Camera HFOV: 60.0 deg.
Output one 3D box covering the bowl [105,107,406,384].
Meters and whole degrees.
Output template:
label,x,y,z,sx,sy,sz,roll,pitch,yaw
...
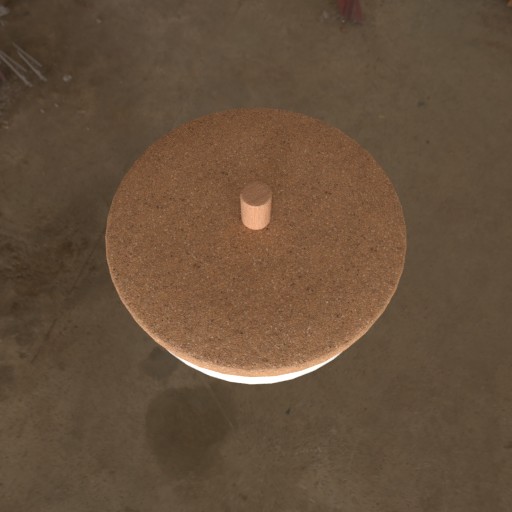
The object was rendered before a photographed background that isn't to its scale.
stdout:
label,x,y,z,sx,sy,sz,roll,pitch,yaw
bowl,0.000,0.000,0.218,0.126,0.110,0.126,0,65,0
